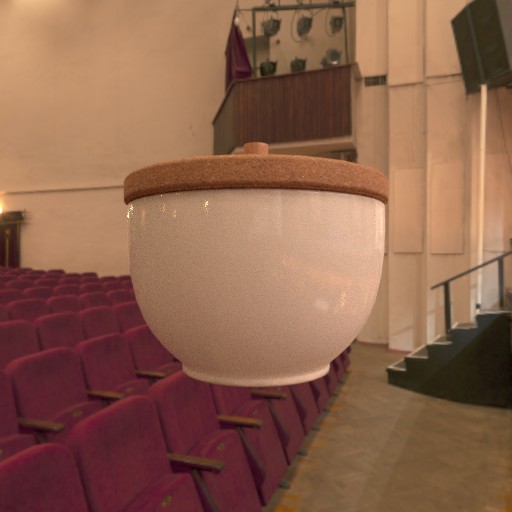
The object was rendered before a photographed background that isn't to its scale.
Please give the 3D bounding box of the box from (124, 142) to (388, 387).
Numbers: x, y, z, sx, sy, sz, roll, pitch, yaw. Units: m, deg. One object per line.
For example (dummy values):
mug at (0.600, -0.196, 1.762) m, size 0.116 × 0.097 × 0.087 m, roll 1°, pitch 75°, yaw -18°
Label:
box at (0.000, 0.000, 0.187) m, size 0.107 × 0.094 × 0.107 m, roll 0°, pitch -1°, yaw 0°
